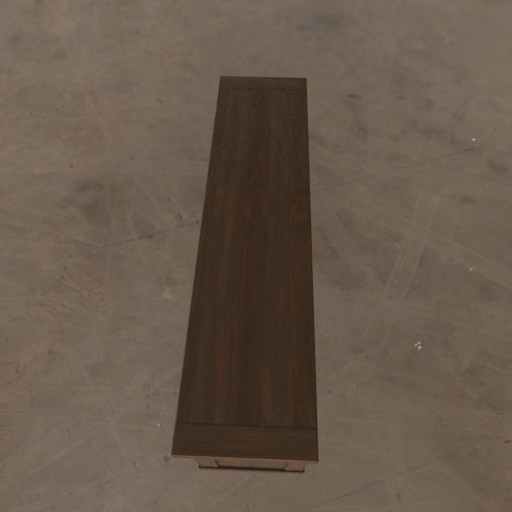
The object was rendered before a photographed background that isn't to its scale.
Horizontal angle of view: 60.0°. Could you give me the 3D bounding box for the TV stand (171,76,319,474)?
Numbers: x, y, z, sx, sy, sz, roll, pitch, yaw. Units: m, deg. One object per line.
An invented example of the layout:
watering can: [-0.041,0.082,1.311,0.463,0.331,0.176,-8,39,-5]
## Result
TV stand: [0.000,0.000,2.125,0.471,0.615,1.866,2,58,1]
